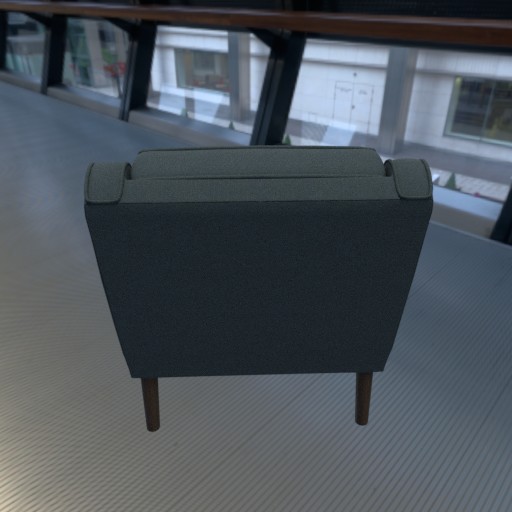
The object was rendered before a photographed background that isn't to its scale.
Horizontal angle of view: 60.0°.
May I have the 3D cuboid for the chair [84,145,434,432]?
[{"bbox_3d":[0.000,0.000,1.282,0.663,0.780,0.733,-1,30,-2],"label":"chair"}]
